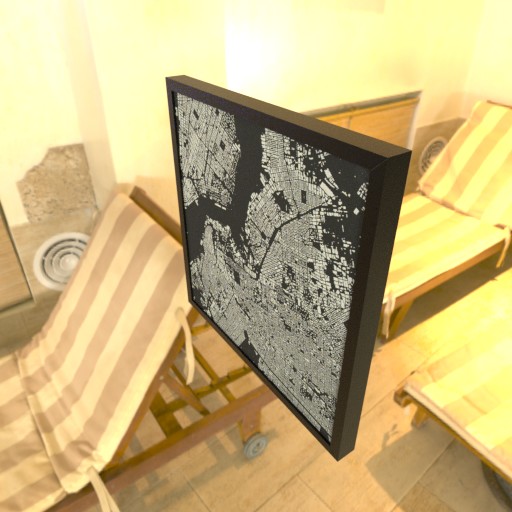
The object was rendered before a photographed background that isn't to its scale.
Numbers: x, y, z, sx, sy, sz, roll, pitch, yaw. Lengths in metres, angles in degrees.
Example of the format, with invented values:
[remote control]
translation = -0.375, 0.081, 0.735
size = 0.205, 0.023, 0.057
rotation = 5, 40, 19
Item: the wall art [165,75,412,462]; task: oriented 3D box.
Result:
[wall art]
translation = 0.000, 0.000, 0.758
size = 0.038, 0.506, 0.506
rotation = -21, 38, -29
